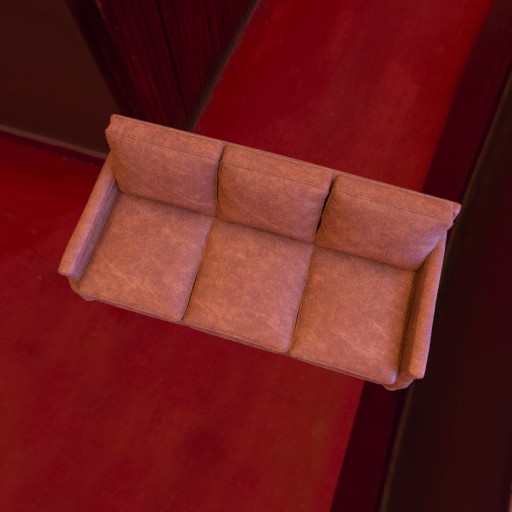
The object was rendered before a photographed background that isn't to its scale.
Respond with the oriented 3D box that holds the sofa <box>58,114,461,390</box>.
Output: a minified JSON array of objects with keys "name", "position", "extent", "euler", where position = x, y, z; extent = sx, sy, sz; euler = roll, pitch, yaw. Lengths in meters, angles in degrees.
[{"name":"sofa","position":[0.000,0.000,2.829],"extent":[2.246,1.003,1.084],"euler":[16,74,5]}]
